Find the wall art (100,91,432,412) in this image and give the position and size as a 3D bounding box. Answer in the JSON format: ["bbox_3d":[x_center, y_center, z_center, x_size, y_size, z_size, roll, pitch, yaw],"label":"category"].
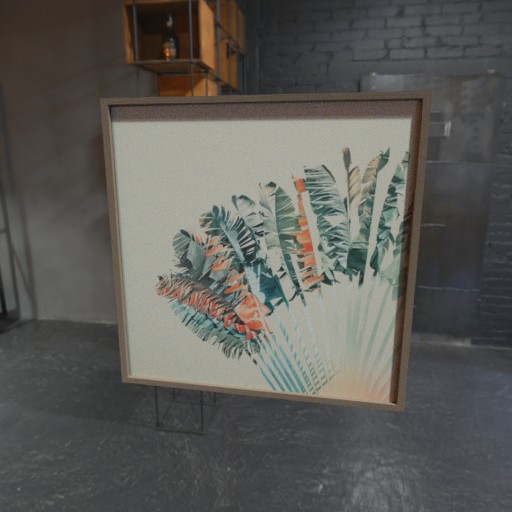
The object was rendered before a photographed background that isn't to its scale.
[{"bbox_3d":[0.000,0.000,1.109,0.761,0.758,0.038,3,14,11],"label":"wall art"}]
